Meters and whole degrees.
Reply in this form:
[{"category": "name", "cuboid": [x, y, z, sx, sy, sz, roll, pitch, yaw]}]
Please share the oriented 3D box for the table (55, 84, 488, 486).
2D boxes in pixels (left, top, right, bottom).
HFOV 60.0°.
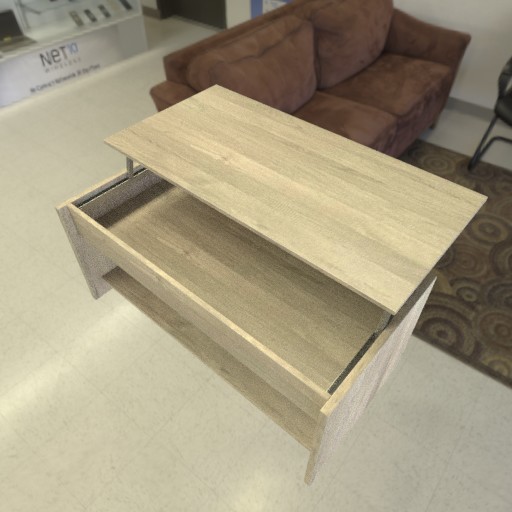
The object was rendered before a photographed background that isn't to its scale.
[{"category": "table", "cuboid": [0.000, 0.000, 1.412, 1.000, 0.570, 0.712, 32, 54, 27]}]
